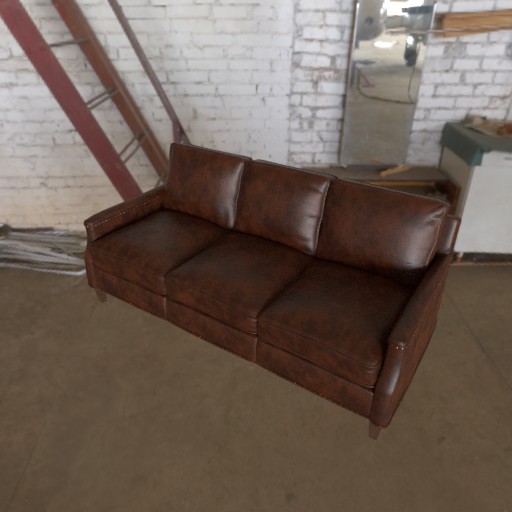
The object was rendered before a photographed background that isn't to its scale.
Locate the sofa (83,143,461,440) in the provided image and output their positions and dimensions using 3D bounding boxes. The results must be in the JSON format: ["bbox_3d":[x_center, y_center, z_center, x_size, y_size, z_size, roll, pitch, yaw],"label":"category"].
[{"bbox_3d":[0.000,0.000,2.876,2.240,1.003,1.084,19,36,28],"label":"sofa"}]
